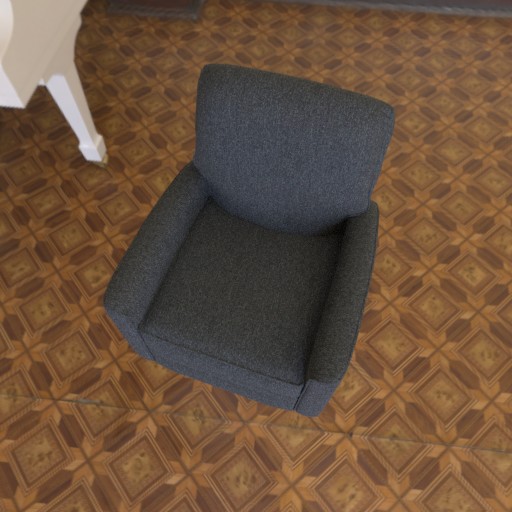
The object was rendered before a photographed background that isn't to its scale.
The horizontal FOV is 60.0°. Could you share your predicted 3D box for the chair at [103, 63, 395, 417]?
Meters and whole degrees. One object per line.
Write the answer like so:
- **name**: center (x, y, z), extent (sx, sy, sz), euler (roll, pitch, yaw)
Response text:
- **chair**: center (0.000, 0.000, 1.650), extent (0.839, 1.016, 0.850), euler (17, 61, 10)
